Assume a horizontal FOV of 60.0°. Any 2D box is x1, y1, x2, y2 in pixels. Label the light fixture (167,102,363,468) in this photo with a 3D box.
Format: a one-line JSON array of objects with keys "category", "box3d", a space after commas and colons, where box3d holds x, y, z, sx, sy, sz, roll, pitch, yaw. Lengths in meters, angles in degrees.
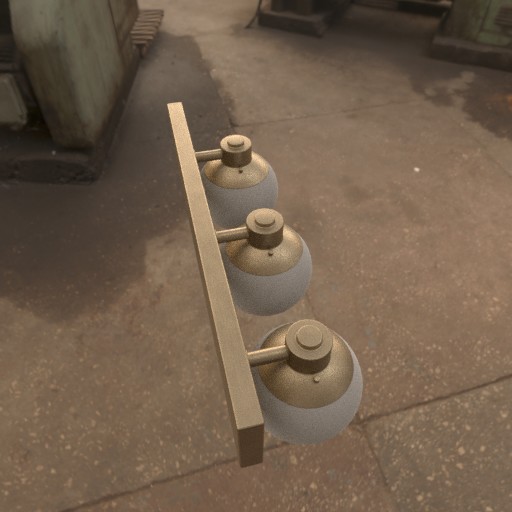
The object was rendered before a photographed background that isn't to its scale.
[{"category": "light fixture", "box3d": [0.000, 0.000, 0.832, 0.218, 0.263, 0.721, -10, 49, -9]}]
